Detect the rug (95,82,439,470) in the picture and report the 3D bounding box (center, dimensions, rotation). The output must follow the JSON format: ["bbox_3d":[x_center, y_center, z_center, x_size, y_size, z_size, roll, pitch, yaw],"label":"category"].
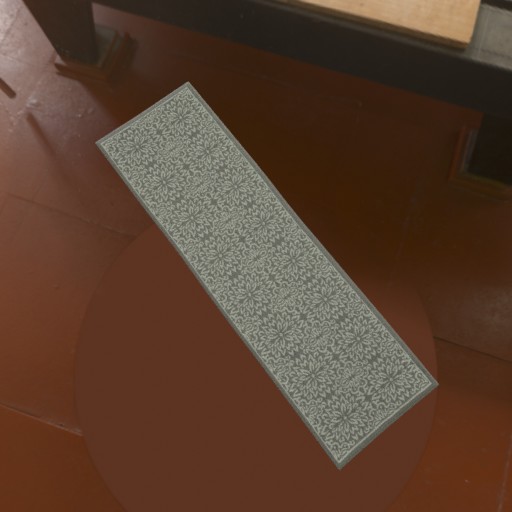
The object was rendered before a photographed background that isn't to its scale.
[{"bbox_3d":[0.000,0.000,2.403,0.662,0.011,2.196,-37,79,-8],"label":"rug"}]
